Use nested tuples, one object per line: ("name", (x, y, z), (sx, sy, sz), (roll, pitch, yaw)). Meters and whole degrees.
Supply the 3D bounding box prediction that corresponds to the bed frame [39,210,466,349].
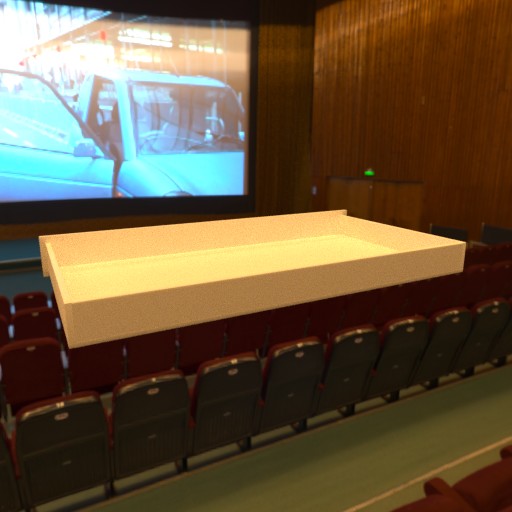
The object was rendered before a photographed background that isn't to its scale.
("bed frame", (0.000, 0.000, 1.516), (1.300, 0.141, 0.670), (-7, 16, -27))
